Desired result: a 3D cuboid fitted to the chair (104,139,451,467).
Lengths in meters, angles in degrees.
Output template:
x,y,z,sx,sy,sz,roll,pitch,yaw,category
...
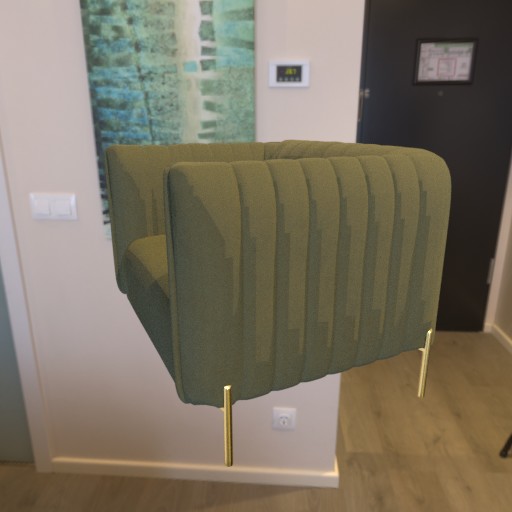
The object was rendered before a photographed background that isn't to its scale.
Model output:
x,y,z,sx,sy,sz,roll,pitch,yaw,category
0.000,0.000,1.614,0.877,0.794,1.032,-8,19,-25,chair
